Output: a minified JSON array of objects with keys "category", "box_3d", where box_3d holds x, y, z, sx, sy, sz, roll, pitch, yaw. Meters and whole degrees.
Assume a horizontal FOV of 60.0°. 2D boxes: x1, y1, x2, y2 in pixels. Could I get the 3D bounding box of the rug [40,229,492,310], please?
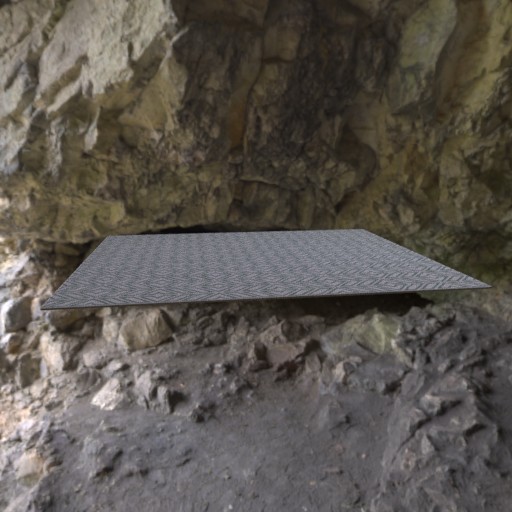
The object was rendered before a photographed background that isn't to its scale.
[{"category":"rug","box_3d":[0.000,0.000,4.104,3.050,0.017,2.441,-2,13,-8]}]
